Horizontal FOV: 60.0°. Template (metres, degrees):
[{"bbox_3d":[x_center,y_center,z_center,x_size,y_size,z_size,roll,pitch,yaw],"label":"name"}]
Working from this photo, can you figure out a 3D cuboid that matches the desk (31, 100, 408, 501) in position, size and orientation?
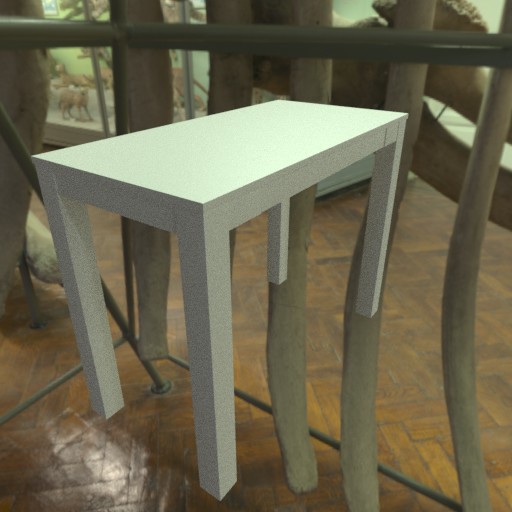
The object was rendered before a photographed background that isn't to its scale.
[{"bbox_3d":[0.000,0.000,1.370,0.497,0.762,0.990,18,33,31],"label":"desk"}]
